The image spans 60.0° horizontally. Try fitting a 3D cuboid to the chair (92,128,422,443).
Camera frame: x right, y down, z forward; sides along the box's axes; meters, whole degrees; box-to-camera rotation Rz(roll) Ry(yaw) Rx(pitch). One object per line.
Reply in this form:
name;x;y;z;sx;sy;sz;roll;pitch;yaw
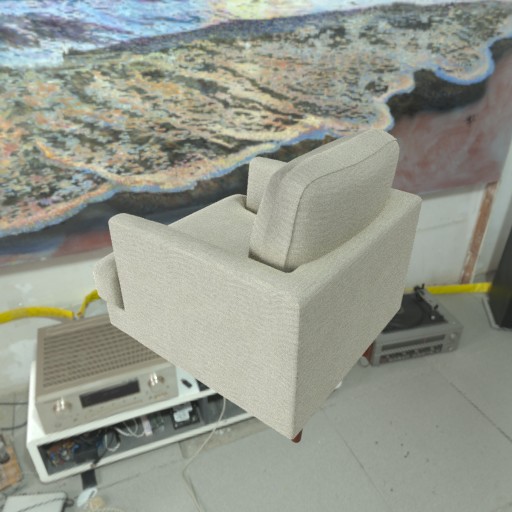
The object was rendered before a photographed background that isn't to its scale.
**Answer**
chair;0.000;0.000;1.666;0.899;0.957;0.858;22;37;32
